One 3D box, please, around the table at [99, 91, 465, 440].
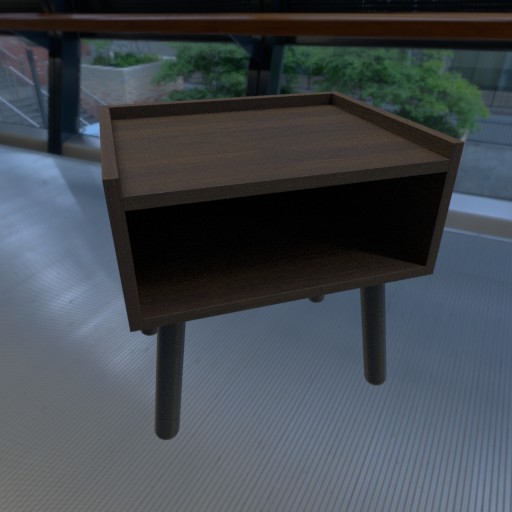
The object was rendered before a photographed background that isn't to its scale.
[{"bbox_3d":[0.000,0.000,0.786,0.450,0.470,0.370,-9,32,-15],"label":"table"}]
